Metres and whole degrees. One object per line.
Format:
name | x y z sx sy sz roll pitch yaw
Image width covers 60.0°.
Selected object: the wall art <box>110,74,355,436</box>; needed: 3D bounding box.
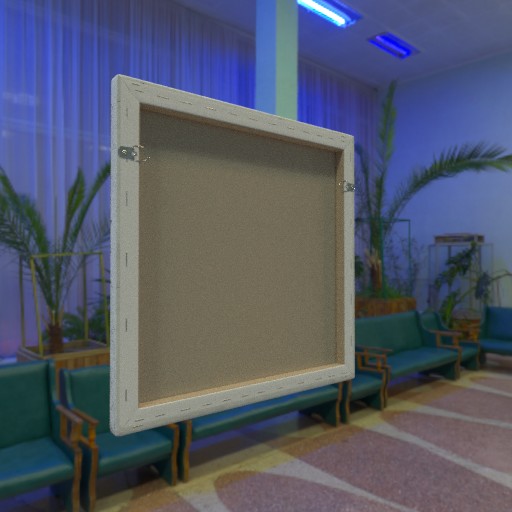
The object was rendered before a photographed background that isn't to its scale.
wall art | 0.000 0.000 1.170 0.762 0.762 0.038 1 -1 -38
